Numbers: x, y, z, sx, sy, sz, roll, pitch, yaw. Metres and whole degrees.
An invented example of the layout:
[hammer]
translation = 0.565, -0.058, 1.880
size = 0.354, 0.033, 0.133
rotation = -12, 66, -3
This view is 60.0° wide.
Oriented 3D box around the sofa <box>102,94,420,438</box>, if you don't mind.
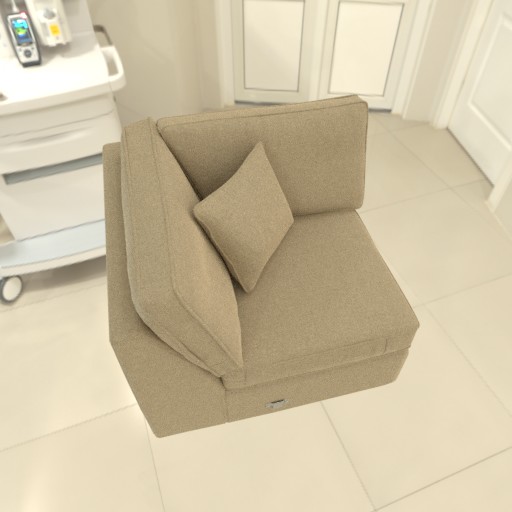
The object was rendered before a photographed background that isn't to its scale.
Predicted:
[sofa]
translation = 0.000, 0.000, 1.944
size = 1.146, 1.002, 1.084
rotation = -10, 48, -9
